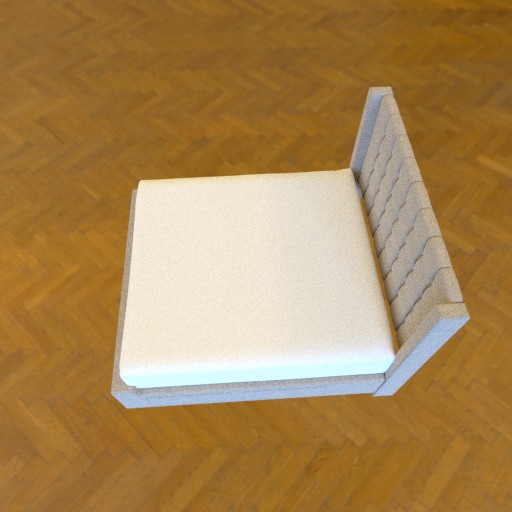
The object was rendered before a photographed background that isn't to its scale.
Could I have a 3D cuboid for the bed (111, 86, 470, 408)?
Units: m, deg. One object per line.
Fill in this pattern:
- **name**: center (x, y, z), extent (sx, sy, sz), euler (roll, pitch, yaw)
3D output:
- **bed**: center (0.000, 0.000, 3.761), extent (2.372, 1.748, 2.044), euler (-3, 58, -2)
